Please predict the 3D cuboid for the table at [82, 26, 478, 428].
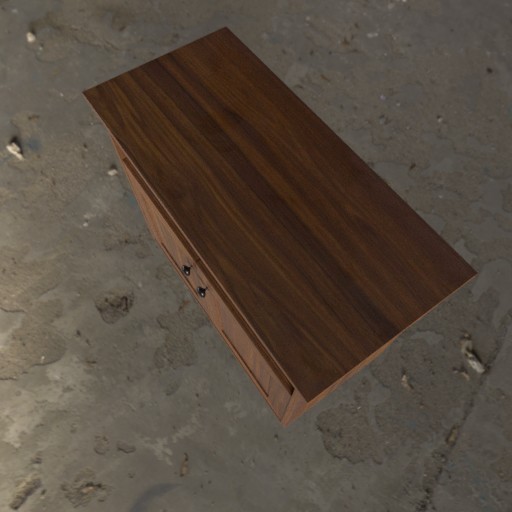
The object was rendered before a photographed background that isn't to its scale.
[{"bbox_3d":[0.000,0.000,1.198,0.390,0.725,0.802,-32,68,-15],"label":"table"}]
